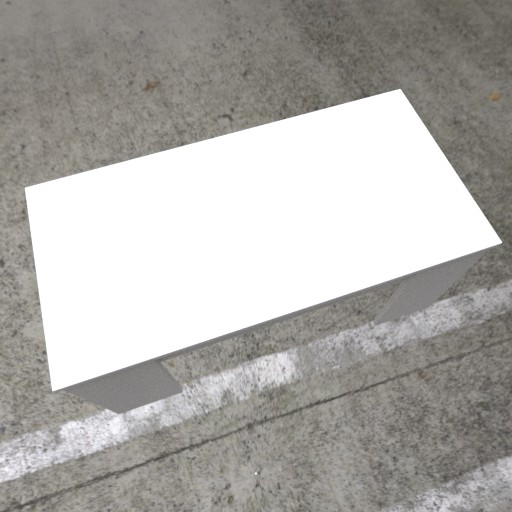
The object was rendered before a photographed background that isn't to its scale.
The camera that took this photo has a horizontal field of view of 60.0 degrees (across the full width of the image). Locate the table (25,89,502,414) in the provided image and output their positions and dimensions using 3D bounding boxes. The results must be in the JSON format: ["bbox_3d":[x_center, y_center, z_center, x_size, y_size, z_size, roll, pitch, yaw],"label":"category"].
[{"bbox_3d":[0.000,0.000,1.225,1.000,0.440,0.500,-17,65,-8],"label":"table"}]
